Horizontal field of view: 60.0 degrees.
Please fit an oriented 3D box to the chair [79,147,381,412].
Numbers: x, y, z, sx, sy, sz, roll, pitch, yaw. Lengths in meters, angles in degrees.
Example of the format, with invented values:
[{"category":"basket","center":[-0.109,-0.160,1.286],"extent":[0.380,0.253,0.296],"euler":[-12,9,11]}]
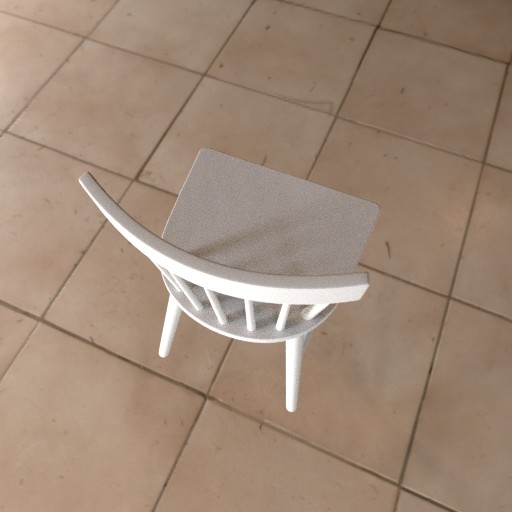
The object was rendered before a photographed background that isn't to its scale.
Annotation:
[{"category":"chair","center":[0.000,0.000,1.070],"extent":[0.483,0.787,0.500],"euler":[20,66,10]}]
